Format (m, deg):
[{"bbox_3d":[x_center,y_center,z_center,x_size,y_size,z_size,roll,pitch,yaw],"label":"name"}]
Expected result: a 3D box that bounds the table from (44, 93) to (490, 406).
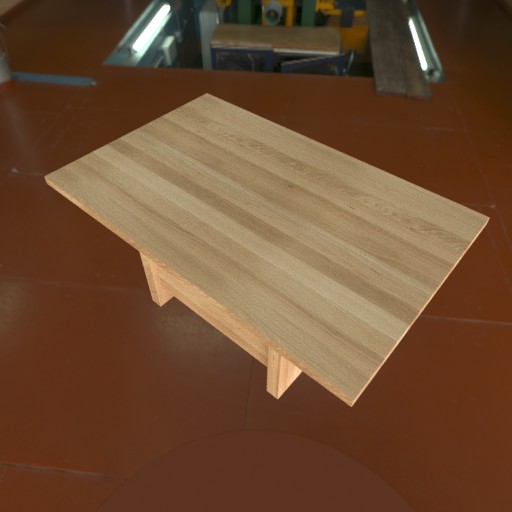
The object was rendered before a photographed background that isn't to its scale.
[{"bbox_3d":[0.000,0.000,1.472,1.100,0.510,0.700,32,55,26],"label":"table"}]
